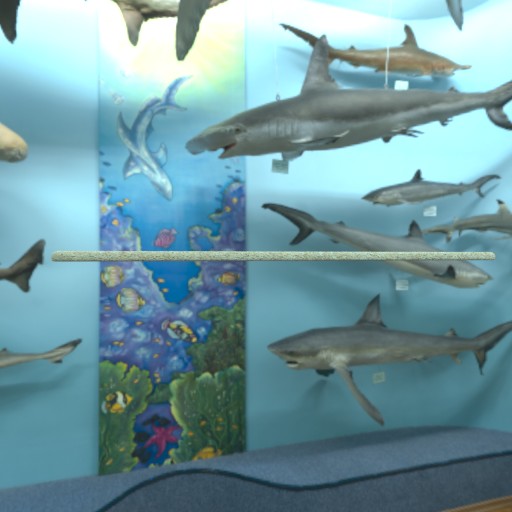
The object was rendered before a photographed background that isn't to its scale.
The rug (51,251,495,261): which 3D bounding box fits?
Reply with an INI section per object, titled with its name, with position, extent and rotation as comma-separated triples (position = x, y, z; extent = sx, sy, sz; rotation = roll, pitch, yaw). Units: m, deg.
[rug]
position = 0.000, 0.000, 3.291
extent = 2.528, 0.048, 2.009
rotation = 0, 0, -17
